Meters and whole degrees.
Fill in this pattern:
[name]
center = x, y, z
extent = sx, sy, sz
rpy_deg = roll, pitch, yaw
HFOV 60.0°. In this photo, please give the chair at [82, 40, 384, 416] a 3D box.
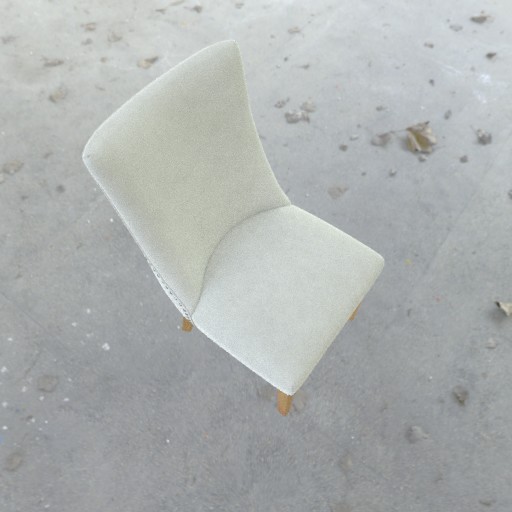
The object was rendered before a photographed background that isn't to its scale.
[chair]
center = 0.000, 0.000, 1.261
extent = 0.610, 0.902, 0.495
rpy_deg = 33, 65, 18
